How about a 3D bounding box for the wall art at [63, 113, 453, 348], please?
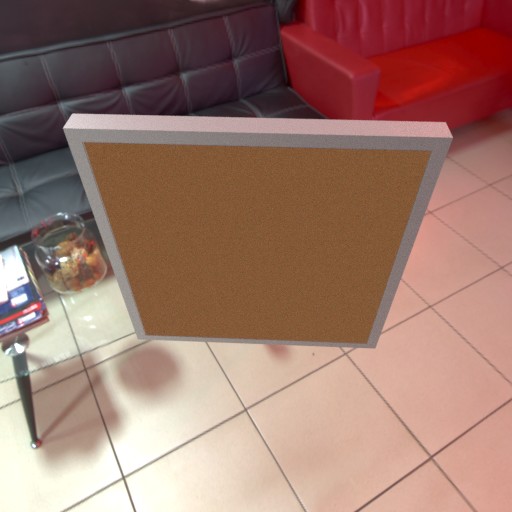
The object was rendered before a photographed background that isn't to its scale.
[{"bbox_3d":[0.000,0.000,0.771,0.506,0.506,0.038,2,47,2],"label":"wall art"}]
